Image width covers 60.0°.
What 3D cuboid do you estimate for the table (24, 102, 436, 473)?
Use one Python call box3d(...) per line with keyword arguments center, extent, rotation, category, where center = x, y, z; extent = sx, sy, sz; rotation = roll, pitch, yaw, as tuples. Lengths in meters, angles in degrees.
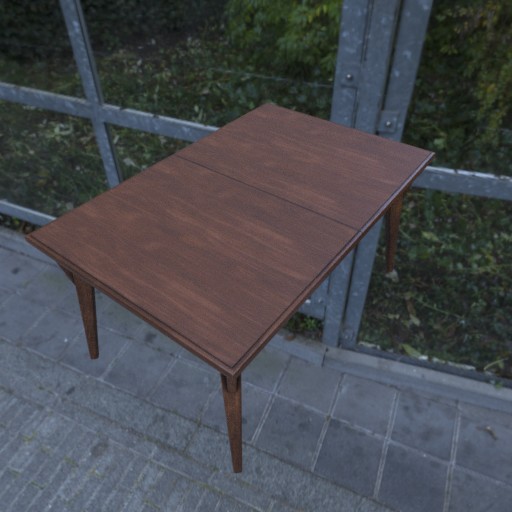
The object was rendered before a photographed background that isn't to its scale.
box3d(center=(0.000, 0.000, 2.112), extent=(0.990, 0.761, 1.524), rotation=(26, 48, 27), category="table")
